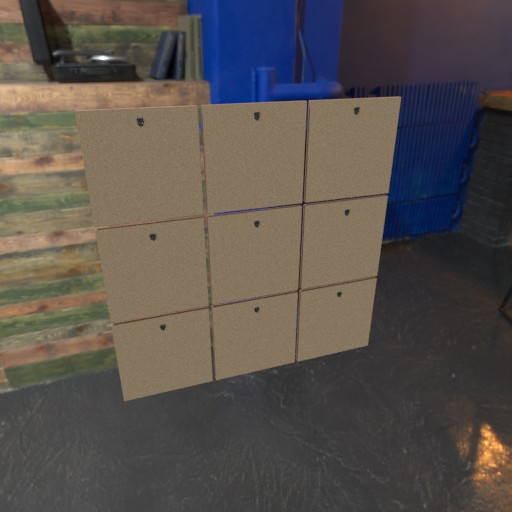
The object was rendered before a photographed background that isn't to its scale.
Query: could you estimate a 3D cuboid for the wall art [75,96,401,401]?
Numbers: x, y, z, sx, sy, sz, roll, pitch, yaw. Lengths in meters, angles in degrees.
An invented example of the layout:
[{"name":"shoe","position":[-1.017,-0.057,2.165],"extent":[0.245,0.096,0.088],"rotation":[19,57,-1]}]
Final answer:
[{"name":"wall art","position":[0.000,0.000,1.377],"extent":[0.906,0.904,0.018],"rotation":[-8,27,-17]}]
